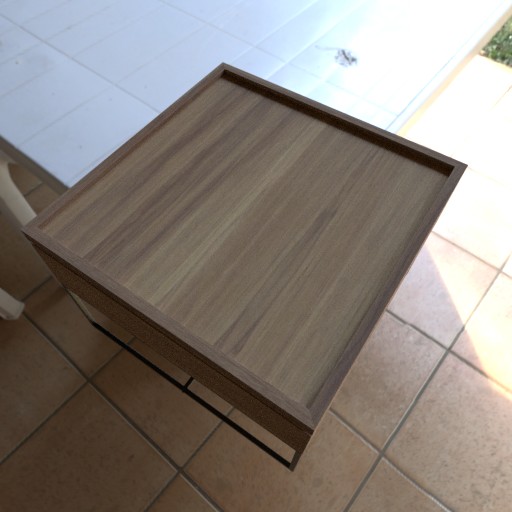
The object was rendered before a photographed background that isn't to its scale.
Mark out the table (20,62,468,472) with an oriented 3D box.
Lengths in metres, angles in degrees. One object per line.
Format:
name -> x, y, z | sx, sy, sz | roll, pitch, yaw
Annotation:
table -> 0.000, 0.000, 1.124 | 0.676, 0.464, 0.679 | 30, 62, 18
